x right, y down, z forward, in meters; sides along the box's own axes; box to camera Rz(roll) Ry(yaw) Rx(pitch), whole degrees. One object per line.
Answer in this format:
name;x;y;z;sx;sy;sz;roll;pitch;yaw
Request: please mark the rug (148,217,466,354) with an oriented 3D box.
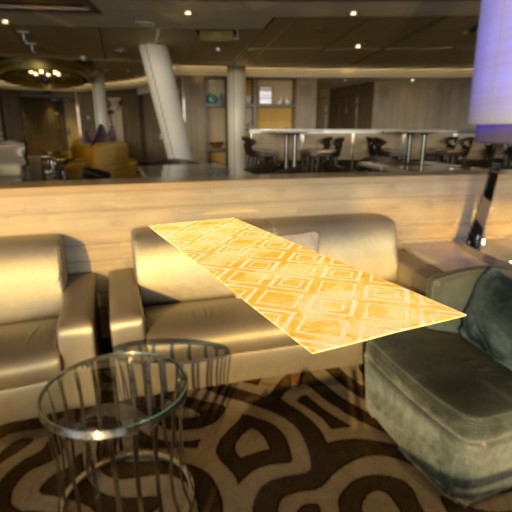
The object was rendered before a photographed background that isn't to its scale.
rug;0.000;0.000;2.745;0.775;0.010;2.438;-8;17;-25
